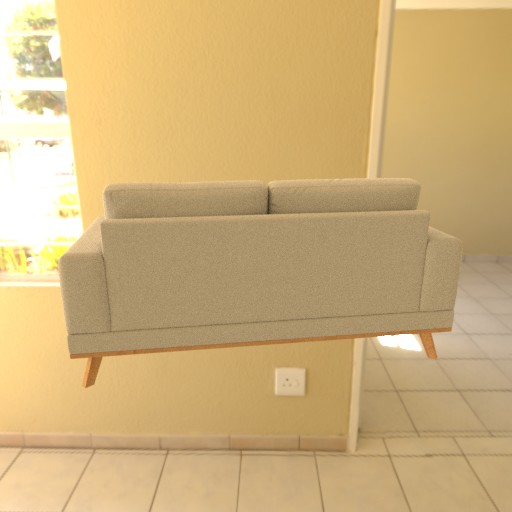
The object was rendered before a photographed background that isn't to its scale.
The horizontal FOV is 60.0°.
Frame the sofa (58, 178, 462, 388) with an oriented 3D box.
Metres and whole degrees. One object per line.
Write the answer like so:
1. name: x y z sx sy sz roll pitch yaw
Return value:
1. sofa: 0.000 0.000 2.176 1.651 0.810 0.915 -2 17 -8
